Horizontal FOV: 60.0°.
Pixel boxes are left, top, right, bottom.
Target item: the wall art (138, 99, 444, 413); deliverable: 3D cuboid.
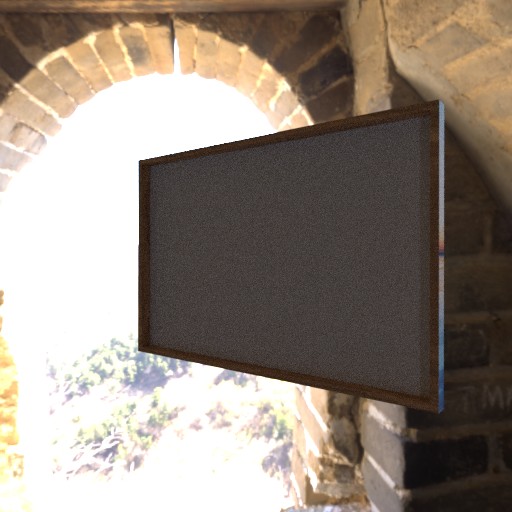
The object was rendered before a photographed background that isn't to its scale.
[{"bbox_3d":[0.000,0.000,1.142,0.911,0.605,0.037,0,0,37],"label":"wall art"}]
